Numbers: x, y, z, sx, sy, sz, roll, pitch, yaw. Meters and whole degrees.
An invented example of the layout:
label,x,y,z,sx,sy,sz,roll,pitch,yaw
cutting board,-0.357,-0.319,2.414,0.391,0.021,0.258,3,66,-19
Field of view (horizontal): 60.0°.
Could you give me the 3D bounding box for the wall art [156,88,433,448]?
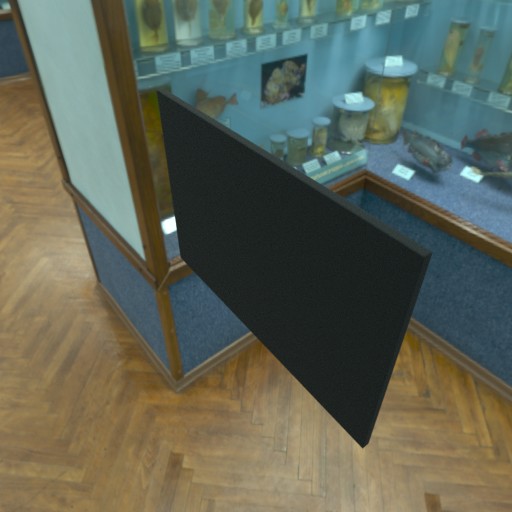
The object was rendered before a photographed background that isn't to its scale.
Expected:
label,x,y,z,sx,sy,sz,roll,pitch,yaw
wall art,0.000,0.000,1.242,0.026,0.656,0.958,-26,47,-27
